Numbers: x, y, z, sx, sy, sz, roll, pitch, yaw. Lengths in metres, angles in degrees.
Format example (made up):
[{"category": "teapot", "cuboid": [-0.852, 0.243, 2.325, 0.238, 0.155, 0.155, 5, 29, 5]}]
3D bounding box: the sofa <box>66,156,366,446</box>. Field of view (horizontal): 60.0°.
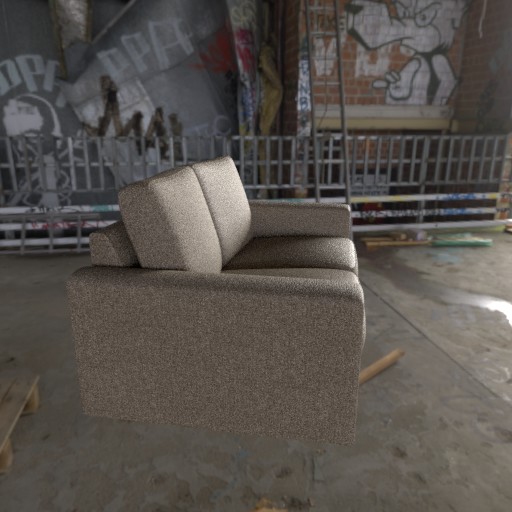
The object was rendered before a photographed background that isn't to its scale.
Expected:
[{"category": "sofa", "cuboid": [0.000, 0.000, 2.182, 1.016, 0.873, 1.616, 3, 17, 9]}]
